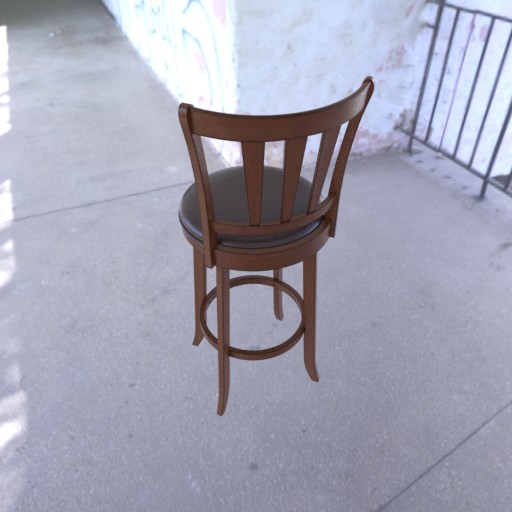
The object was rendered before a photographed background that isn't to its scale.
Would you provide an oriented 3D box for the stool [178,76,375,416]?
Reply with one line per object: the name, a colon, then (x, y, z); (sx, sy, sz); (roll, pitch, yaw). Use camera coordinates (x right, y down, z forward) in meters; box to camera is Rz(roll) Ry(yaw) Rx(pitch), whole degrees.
stool: (0.000, 0.000, 1.439); (0.464, 1.177, 0.503); (-14, 42, -16)
